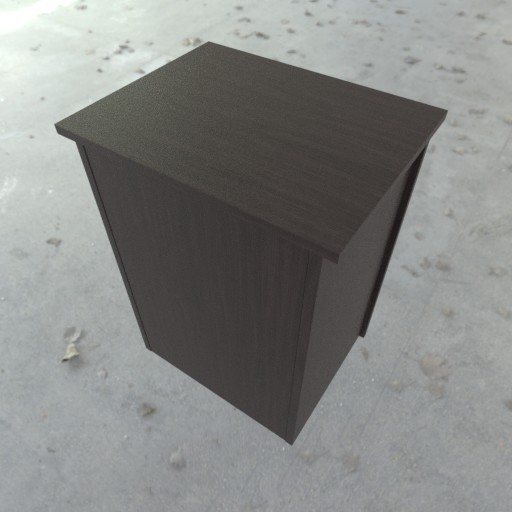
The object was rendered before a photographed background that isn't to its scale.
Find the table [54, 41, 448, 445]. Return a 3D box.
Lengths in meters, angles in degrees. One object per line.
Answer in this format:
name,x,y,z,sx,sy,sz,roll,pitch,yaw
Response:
table,0.000,0.000,0.918,0.480,0.635,0.381,26,52,22
